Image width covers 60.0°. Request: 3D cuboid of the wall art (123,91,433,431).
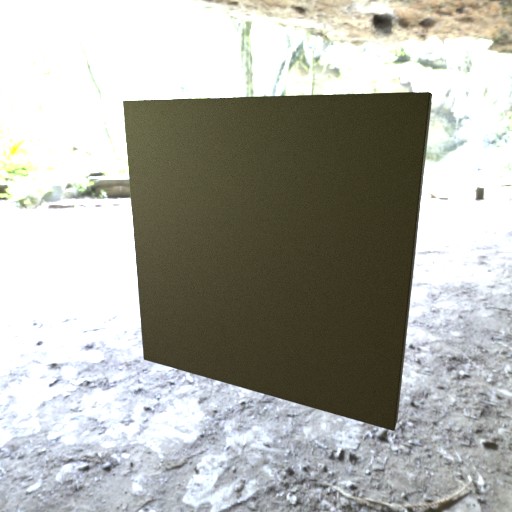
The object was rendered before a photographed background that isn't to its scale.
[{"bbox_3d":[0.000,0.000,0.749,0.503,0.506,0.031,8,18,25],"label":"wall art"}]
